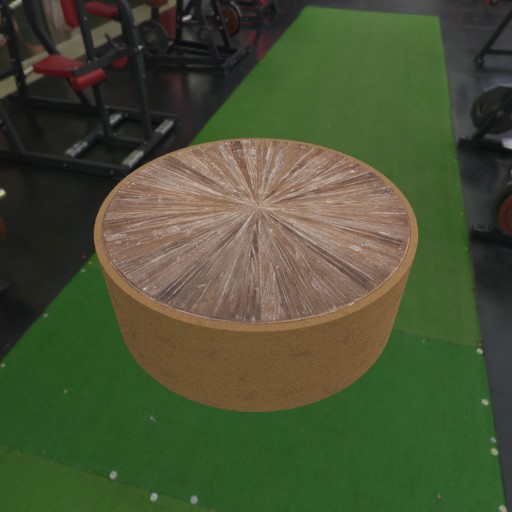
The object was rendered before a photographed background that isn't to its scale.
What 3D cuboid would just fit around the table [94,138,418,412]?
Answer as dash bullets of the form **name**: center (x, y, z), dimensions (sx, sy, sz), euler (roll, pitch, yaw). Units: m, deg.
- **table**: center (0.000, 0.000, 1.548), dimensions (1.001, 0.409, 1.001), euler (0, 41, 0)
